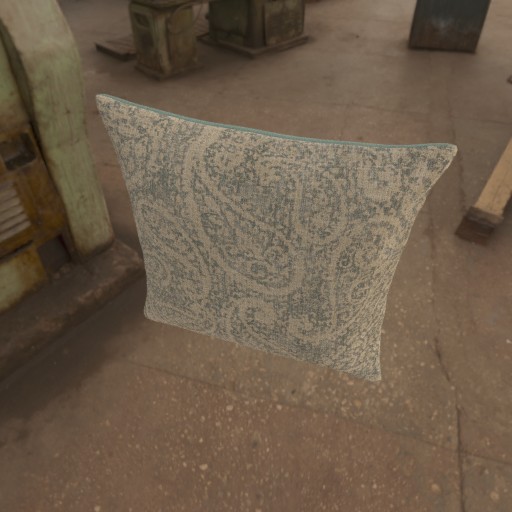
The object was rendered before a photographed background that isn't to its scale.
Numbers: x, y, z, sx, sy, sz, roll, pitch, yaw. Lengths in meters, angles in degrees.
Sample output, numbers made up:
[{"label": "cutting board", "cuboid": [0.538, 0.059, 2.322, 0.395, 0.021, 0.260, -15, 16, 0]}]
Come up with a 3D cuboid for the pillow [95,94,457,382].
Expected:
[{"label": "pillow", "cuboid": [0.000, 0.000, 0.776, 0.526, 0.507, 0.166, 13, 43, 14]}]
